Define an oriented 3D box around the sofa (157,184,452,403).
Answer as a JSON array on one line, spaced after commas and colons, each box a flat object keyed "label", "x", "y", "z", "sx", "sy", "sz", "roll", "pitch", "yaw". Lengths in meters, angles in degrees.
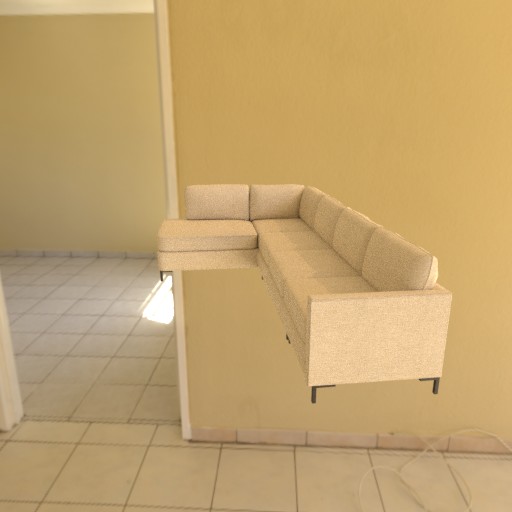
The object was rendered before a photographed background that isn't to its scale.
[{"label": "sofa", "x": 0.000, "y": 0.000, "z": 4.301, "sx": 2.048, "sy": 0.996, "sz": 3.384, "roll": -2, "pitch": 17, "yaw": -7}]
